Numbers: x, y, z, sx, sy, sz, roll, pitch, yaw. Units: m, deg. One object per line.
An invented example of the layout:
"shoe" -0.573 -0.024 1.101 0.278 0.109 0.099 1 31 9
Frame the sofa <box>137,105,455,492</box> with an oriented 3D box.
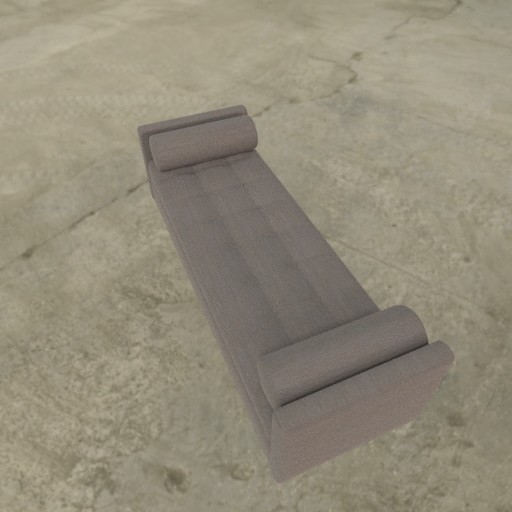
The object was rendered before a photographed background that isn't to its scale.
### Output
"sofa" 0.000 0.000 2.298 0.686 0.635 1.981 -17 49 -16
